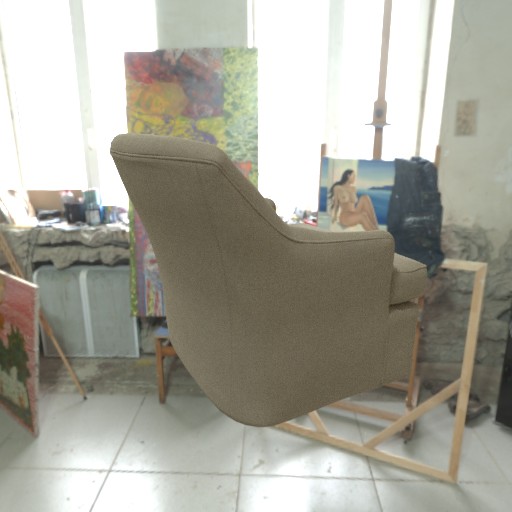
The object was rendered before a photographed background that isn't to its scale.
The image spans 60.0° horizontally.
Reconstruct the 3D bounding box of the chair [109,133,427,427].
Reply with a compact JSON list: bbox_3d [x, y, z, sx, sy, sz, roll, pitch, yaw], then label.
[{"bbox_3d":[0.000,0.000,1.592,0.923,0.856,0.864,-8,18,-26],"label":"chair"}]
